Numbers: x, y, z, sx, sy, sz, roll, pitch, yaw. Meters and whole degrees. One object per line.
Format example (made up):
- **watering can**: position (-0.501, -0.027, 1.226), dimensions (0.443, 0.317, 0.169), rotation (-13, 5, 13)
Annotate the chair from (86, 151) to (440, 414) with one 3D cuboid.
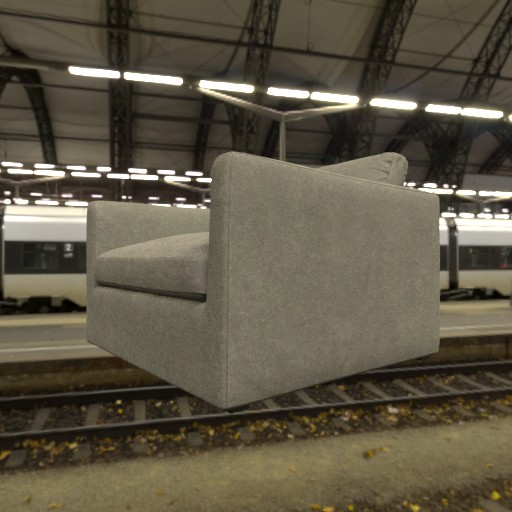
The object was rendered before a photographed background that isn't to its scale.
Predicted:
- **chair**: position (0.000, 0.000, 1.850), dimensions (1.091, 0.845, 1.190), rotation (0, -1, -36)
